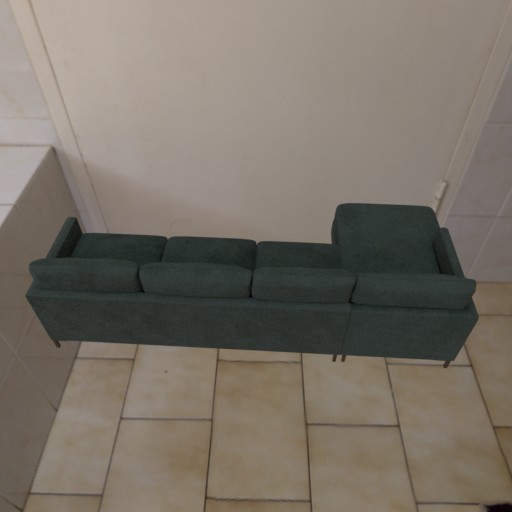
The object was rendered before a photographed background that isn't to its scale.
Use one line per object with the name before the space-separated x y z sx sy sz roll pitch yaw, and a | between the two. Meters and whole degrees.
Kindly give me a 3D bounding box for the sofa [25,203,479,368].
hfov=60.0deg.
sofa | 0.000 0.000 3.936 3.400 0.967 1.500 3 46 2
